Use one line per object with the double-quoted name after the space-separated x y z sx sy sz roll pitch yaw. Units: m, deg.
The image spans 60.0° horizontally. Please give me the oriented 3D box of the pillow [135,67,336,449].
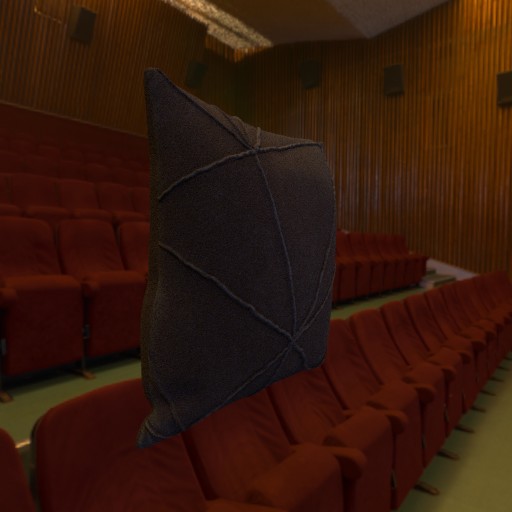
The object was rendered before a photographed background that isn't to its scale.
0.000 0.000 0.675 0.183 0.440 0.439 1 2 36 "pillow"
